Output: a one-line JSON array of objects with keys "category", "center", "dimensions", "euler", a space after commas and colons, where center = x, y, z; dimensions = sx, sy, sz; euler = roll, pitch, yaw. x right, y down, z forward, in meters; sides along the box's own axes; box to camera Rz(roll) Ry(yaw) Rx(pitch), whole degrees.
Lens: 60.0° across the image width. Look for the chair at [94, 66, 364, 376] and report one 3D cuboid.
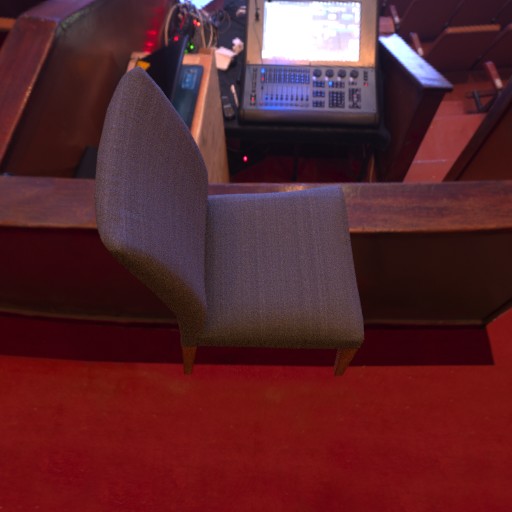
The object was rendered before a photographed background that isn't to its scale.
[{"category": "chair", "center": [0.000, 0.000, 1.233], "dimensions": [0.585, 0.940, 0.496], "euler": [-2, 64, -1]}]
